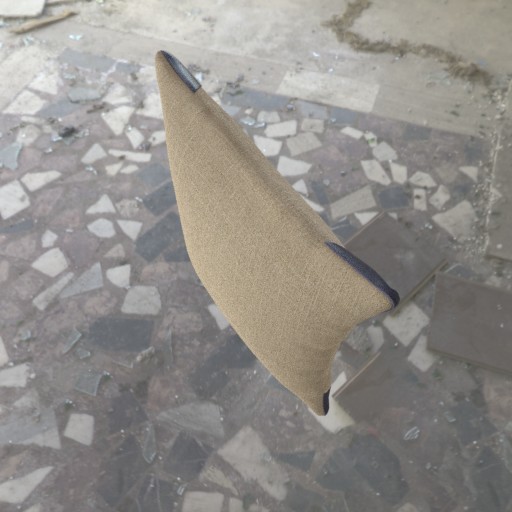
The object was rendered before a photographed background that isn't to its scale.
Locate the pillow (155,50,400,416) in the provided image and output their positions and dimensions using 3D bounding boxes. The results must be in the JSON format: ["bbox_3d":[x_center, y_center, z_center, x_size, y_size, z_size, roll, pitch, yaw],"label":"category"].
[{"bbox_3d":[0.000,0.000,0.655,0.147,0.441,0.440,-31,63,-18],"label":"pillow"}]
